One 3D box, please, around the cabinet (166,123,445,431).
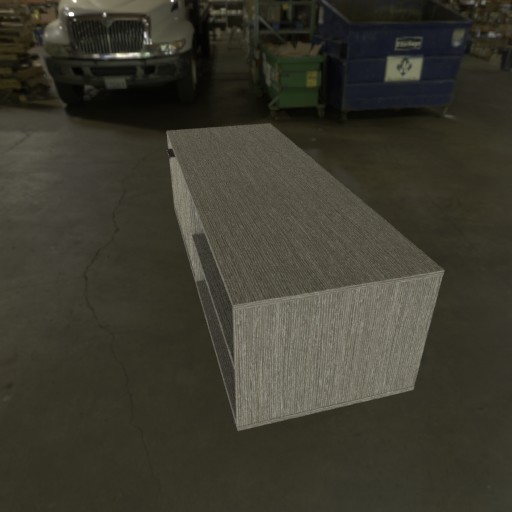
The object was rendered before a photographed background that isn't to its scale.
[{"bbox_3d":[0.000,0.000,1.608,0.500,0.599,1.300,-8,32,-13],"label":"cabinet"}]
